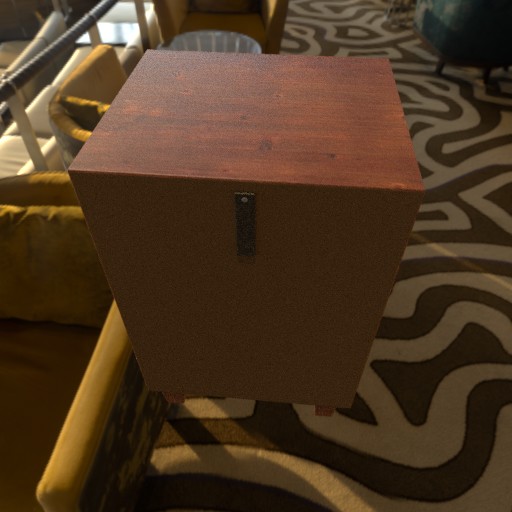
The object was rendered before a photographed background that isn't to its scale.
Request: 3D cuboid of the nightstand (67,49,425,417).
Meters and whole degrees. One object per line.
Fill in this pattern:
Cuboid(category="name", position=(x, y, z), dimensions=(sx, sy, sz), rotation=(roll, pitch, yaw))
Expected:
Cuboid(category="nightstand", position=(0.000, 0.000, 0.958), dimensions=(0.465, 0.695, 0.410), rotation=(4, 46, 4))
